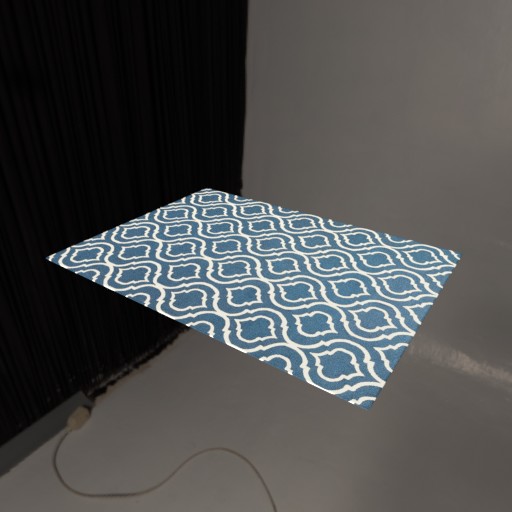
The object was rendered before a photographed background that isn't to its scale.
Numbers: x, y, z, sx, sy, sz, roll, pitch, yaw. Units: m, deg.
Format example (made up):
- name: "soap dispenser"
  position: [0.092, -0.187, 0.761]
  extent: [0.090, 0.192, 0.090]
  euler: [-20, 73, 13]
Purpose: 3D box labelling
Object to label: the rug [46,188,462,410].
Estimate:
- name: "rug"
  position: [0.000, 0.000, 4.398]
  extent: [3.353, 0.010, 2.438]
  euler: [18, 34, 30]
